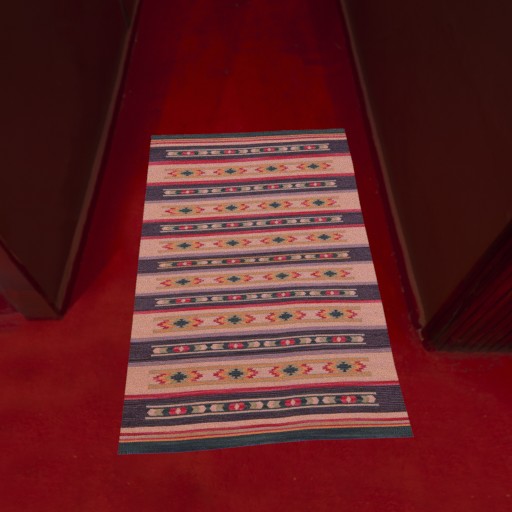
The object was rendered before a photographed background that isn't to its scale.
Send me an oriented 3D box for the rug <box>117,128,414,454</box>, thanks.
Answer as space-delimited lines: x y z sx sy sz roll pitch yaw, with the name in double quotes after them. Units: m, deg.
0.000 0.000 2.875 1.522 0.010 2.311 -2 58 -2 "rug"
